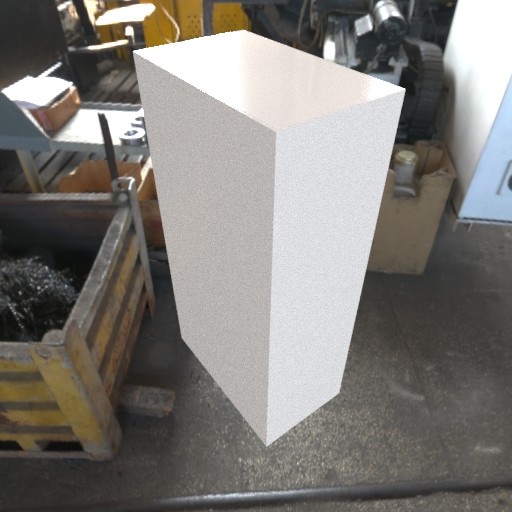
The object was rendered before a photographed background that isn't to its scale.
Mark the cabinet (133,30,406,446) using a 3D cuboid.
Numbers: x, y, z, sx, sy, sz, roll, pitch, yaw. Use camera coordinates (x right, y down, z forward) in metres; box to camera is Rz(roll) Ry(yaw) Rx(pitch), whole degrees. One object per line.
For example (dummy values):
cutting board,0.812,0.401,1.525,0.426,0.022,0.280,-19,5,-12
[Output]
cabinet,0.000,0.000,2.345,0.580,1.920,0.980,-26,47,-27
